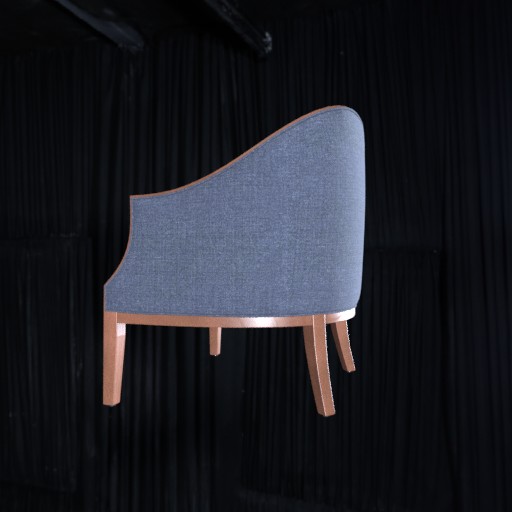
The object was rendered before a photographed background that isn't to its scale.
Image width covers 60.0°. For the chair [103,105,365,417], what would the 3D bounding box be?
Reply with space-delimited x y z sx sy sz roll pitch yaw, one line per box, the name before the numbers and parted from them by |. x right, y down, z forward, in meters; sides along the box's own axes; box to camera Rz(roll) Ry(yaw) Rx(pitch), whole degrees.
chair | 0.000 0.000 1.543 0.735 0.876 0.803 0 -1 19
